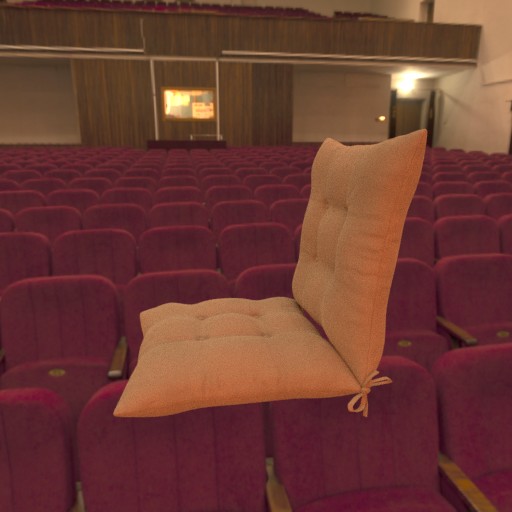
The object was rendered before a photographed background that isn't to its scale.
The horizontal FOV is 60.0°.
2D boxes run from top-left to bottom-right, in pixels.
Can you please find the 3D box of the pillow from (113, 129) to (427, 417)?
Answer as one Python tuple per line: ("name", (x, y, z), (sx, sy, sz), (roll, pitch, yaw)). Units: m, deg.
("pillow", (0.000, 0.000, 1.004), (0.585, 0.536, 0.541), (-2, 14, -9))
